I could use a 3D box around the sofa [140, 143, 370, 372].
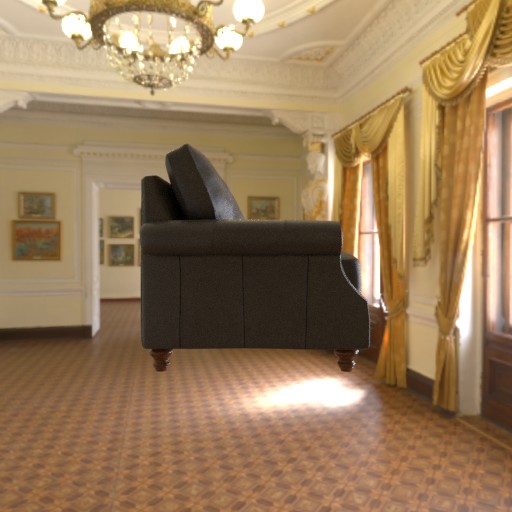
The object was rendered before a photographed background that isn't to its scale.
[{"bbox_3d":[0.000,0.000,2.923,0.974,0.977,2.387,0,0,0],"label":"sofa"}]
